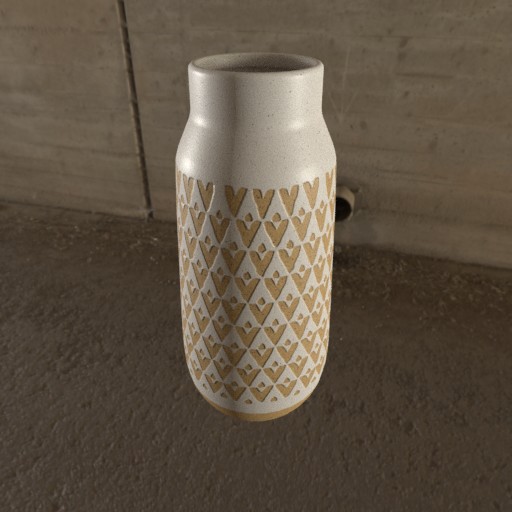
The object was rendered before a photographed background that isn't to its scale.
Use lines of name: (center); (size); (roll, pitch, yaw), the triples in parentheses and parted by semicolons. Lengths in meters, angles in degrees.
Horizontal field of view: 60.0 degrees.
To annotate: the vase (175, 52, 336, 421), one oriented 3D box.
vase: (0.000, 0.000, 0.378); (0.137, 0.307, 0.137); (0, 32, 0)
